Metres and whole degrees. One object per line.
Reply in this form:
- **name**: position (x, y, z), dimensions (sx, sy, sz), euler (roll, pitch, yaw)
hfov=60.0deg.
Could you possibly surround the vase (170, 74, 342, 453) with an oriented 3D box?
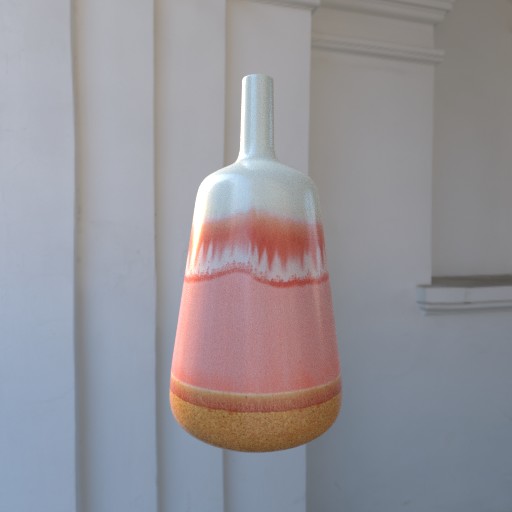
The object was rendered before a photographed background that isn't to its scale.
- **vase**: position (0.000, 0.000, 0.375), dimensions (0.144, 0.296, 0.144), euler (0, 1, 0)
